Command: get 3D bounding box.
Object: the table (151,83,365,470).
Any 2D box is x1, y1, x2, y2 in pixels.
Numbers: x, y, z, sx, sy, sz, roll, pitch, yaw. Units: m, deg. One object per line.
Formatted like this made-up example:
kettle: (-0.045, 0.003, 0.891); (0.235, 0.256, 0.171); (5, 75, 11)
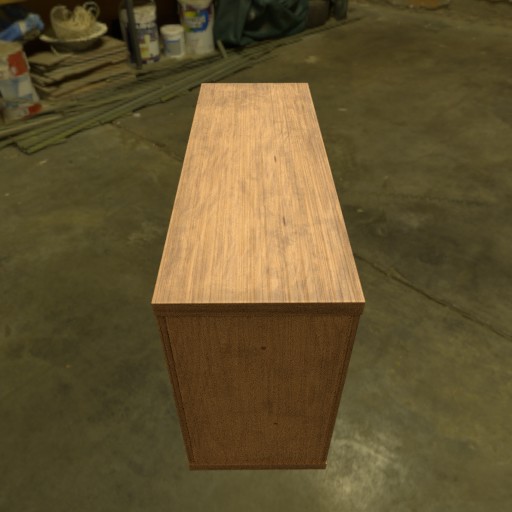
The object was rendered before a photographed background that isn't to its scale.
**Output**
table: (0.000, 0.000, 1.534); (0.410, 0.771, 1.151); (0, 41, 0)
